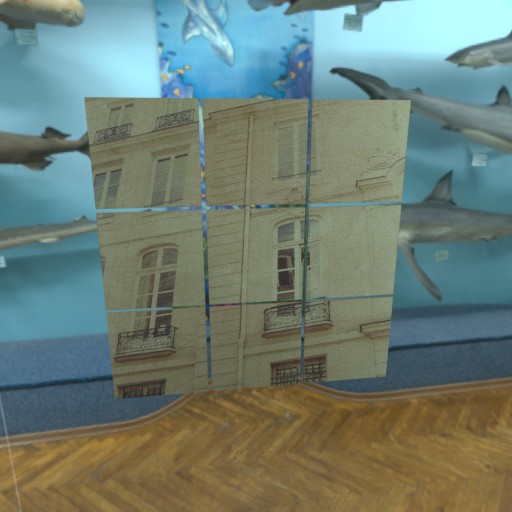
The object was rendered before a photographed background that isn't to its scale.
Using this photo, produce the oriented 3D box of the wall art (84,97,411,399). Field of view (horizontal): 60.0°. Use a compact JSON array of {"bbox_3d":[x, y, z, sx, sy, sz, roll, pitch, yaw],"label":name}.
[{"bbox_3d":[0.000,0.000,2.275,1.526,1.522,0.023,-2,16,-8],"label":"wall art"}]
